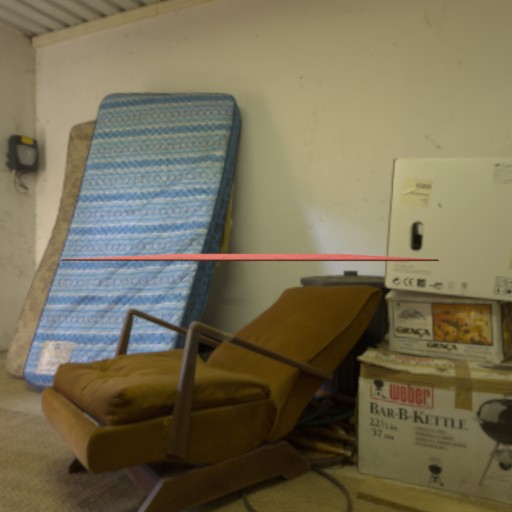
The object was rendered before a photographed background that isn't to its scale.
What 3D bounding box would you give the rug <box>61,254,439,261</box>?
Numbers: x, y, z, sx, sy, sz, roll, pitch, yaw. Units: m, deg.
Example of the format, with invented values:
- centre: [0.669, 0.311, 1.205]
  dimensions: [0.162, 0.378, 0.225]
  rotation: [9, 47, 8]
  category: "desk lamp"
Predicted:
- centre: [0.000, 0.000, 2.318]
  dimensions: [1.209, 0.008, 1.814]
  rotation: [0, 1, 2]
  category: "rug"
